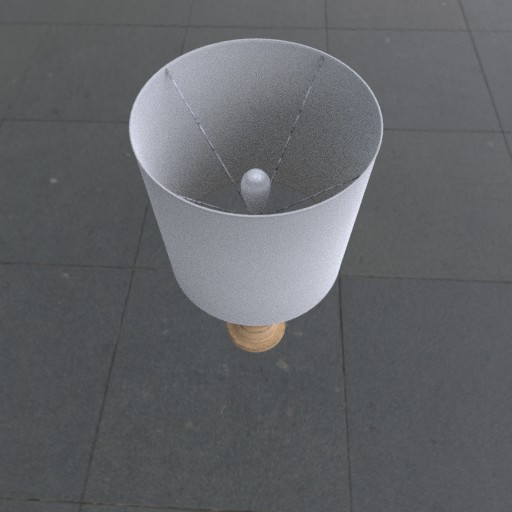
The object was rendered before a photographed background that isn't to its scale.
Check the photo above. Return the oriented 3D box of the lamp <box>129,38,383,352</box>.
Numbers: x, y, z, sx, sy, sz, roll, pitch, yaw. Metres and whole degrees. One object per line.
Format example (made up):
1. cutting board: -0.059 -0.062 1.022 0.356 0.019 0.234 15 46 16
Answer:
1. lamp: 0.000 0.000 0.562 0.208 0.455 0.208 15 60 9
